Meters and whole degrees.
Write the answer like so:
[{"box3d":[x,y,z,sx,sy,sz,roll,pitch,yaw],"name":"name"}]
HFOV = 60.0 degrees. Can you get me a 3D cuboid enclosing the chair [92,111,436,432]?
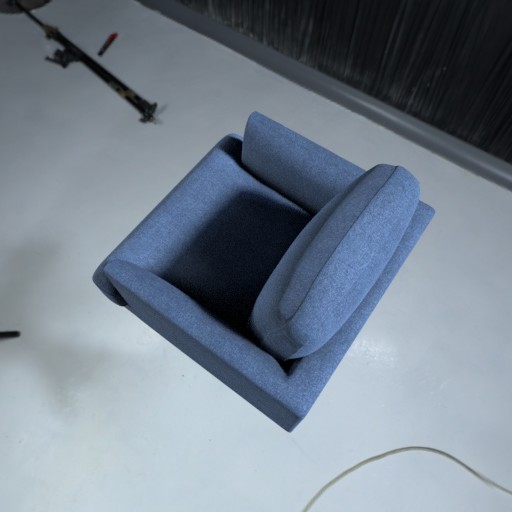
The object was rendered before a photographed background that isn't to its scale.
[{"box3d":[0.000,0.000,1.631,0.899,0.957,0.858,33,69,15],"name":"chair"}]
